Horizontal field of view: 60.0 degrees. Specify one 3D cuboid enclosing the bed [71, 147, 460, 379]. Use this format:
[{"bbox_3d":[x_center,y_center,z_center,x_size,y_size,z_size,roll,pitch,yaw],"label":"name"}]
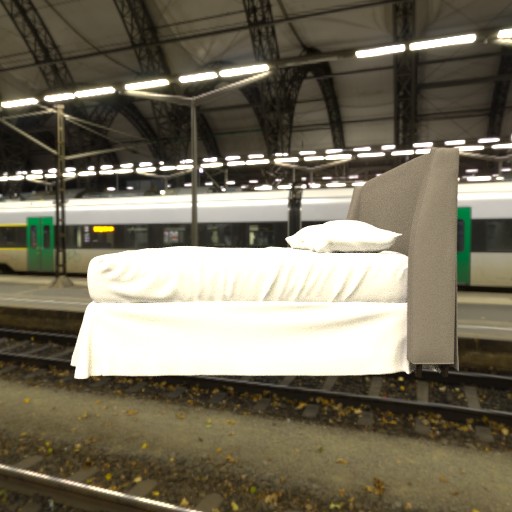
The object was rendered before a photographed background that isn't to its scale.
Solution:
[{"bbox_3d":[0.000,0.000,3.421,2.276,1.332,1.925,0,2,-1],"label":"bed"}]
